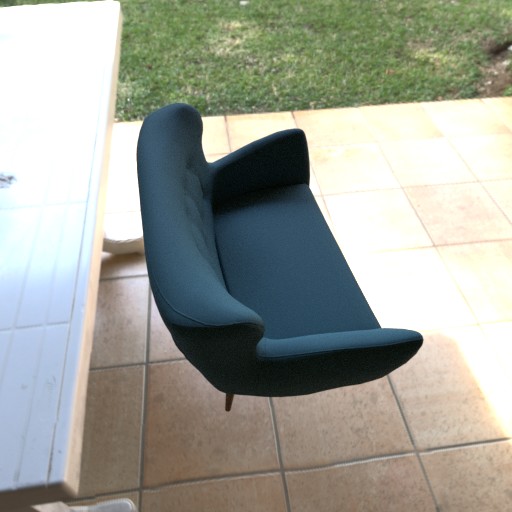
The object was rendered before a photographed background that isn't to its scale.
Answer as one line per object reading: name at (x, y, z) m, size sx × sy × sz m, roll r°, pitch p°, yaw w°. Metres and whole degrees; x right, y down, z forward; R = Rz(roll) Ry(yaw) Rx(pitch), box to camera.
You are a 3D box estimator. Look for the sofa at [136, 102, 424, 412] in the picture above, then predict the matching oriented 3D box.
sofa at (0.000, 0.000, 1.999) m, size 0.889 × 0.889 × 1.397 m, roll -10°, pitch 48°, yaw -9°
